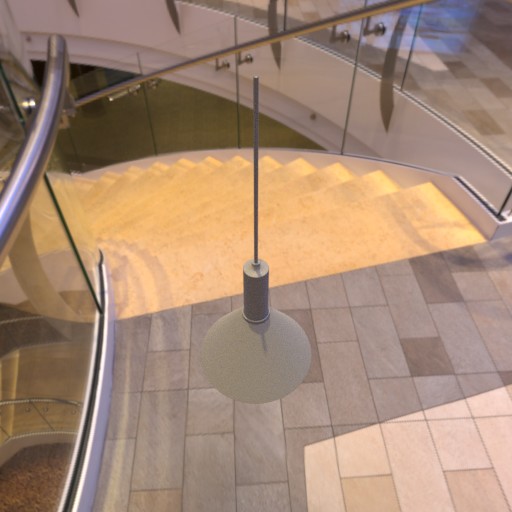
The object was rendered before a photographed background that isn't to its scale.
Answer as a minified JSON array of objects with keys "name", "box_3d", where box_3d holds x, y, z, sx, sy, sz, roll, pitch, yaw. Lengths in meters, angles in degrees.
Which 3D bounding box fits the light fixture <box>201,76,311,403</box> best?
[{"name":"light fixture","box_3d":[0.000,0.000,0.833,0.267,0.683,0.267,31,54,27]}]
